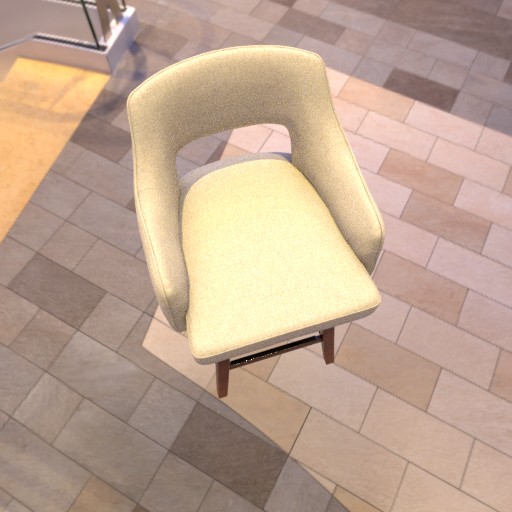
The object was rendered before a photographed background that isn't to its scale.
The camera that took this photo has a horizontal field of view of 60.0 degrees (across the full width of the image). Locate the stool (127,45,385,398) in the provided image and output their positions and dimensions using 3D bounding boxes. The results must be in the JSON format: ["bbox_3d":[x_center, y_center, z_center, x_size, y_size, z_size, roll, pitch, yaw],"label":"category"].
[{"bbox_3d":[0.000,0.000,1.248,0.550,0.936,0.560,-15,63,-8],"label":"stool"}]
